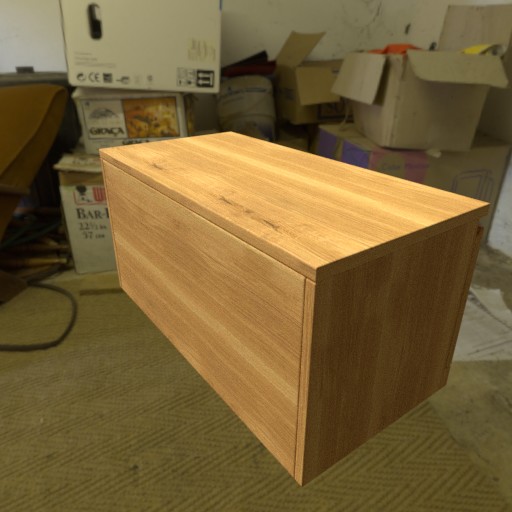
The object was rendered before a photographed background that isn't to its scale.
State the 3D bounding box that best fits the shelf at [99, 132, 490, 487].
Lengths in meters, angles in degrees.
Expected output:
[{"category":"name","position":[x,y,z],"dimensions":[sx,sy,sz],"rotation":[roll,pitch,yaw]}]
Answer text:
[{"category":"shelf","position":[0.000,0.000,1.021],"dimensions":[0.400,0.400,0.800],"rotation":[-18,31,-32]}]
